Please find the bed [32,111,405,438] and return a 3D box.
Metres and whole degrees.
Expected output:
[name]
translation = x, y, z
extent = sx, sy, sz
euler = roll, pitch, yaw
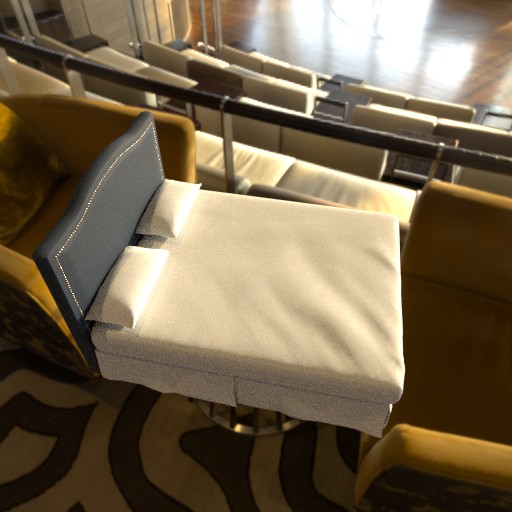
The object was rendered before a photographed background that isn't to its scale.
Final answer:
[bed]
translation = 0.000, 0.000, 3.391
extent = 2.282, 1.436, 1.821
euler = 8, 47, 8
